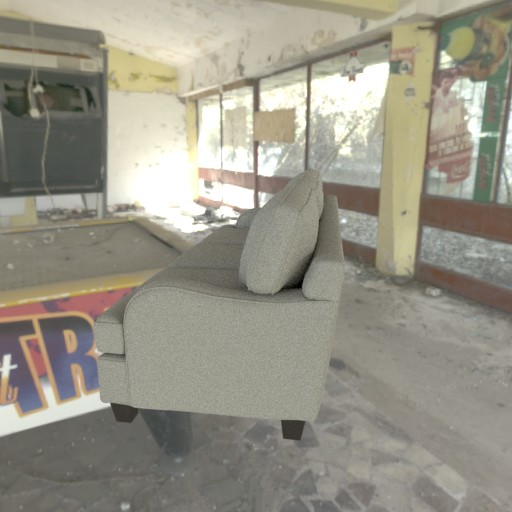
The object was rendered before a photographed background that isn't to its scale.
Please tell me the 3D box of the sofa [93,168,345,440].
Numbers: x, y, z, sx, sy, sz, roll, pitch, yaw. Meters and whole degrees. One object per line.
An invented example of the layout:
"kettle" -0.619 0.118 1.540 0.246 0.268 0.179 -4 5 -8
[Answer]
"sofa" 0.000 0.000 2.803 1.016 0.997 2.323 2 14 9
